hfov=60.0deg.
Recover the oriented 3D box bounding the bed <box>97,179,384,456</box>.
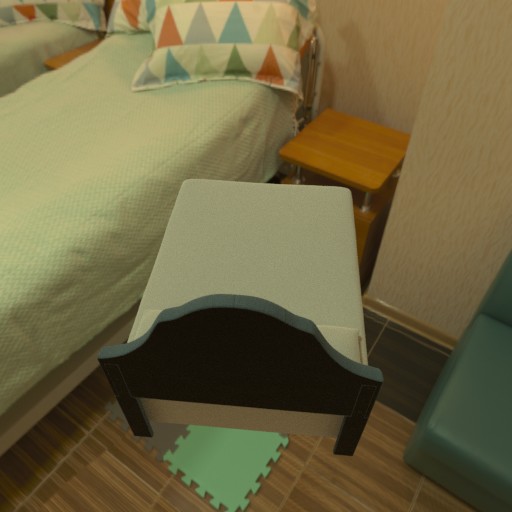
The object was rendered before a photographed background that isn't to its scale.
[{"bbox_3d":[0.000,0.000,3.252,1.636,1.575,2.155,4,46,4],"label":"bed"}]
